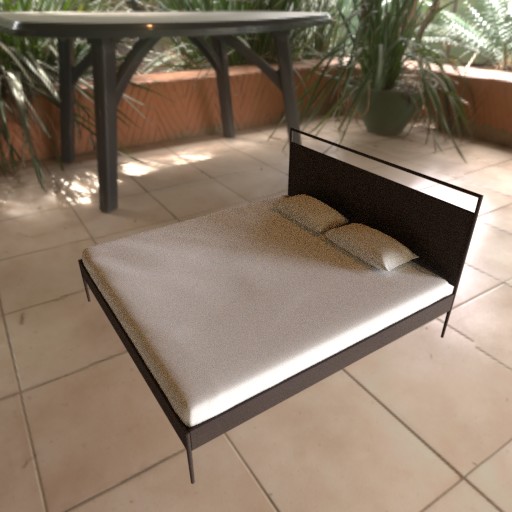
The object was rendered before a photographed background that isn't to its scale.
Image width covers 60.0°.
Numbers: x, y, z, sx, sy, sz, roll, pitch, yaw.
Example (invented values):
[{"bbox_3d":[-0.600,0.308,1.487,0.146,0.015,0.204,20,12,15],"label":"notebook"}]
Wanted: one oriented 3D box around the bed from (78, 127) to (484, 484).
[{"bbox_3d":[0.000,0.000,3.306,2.151,1.173,1.993,-19,35,-28],"label":"bed"}]
